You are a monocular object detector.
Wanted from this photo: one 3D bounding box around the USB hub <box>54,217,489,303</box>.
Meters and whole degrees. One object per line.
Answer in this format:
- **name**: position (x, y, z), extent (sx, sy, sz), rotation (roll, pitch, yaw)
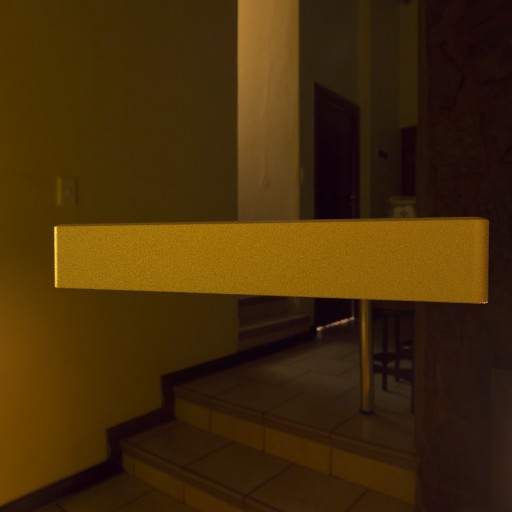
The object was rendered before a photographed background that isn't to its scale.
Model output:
- **USB hub**: position (0.000, 0.000, 0.160), extent (0.145, 0.023, 0.044), rotation (0, 1, 18)
